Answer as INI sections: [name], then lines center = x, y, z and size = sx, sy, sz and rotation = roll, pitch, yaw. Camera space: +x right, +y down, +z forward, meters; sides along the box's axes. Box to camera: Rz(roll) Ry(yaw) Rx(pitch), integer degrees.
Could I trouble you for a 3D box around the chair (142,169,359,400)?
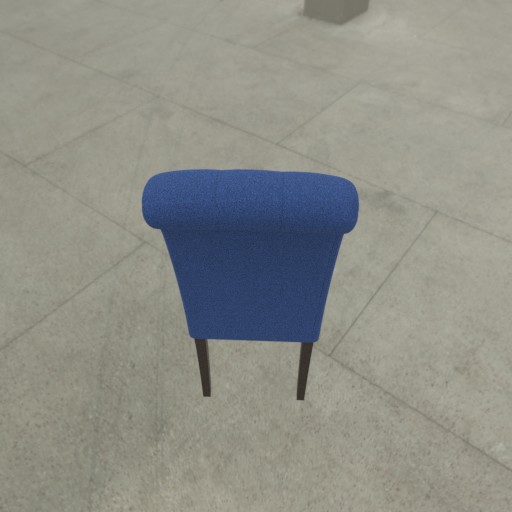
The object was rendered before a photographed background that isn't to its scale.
[chair]
center = 0.000, 0.000, 1.373
size = 0.456, 1.006, 0.671
rotation = 2, 46, 2
